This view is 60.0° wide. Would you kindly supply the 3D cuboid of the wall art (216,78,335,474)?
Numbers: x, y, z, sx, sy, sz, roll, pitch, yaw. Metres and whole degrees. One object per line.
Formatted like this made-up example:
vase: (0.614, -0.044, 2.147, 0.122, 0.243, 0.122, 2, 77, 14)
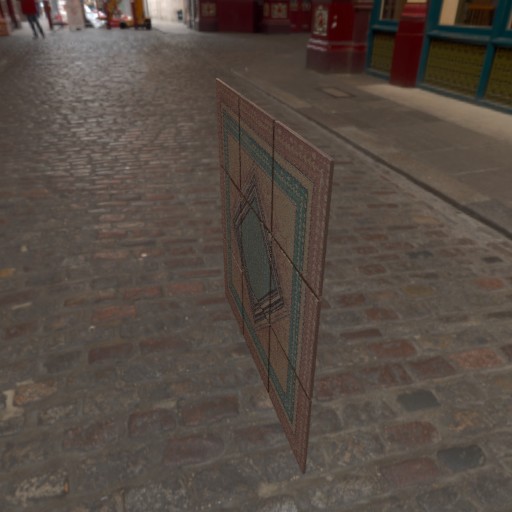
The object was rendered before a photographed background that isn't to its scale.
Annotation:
wall art: (0.000, 0.000, 2.327, 0.014, 1.525, 1.527, -9, 32, -15)
